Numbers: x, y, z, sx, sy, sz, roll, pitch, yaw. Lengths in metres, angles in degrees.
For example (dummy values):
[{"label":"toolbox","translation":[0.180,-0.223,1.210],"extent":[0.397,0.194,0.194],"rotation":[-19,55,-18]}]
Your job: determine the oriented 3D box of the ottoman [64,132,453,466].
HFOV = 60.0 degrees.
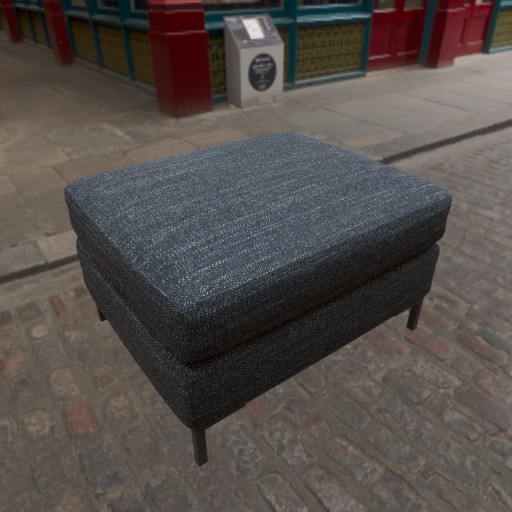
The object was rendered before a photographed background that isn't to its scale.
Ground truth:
[{"label":"ottoman","translation":[0.000,0.000,1.238],"extent":[0.814,0.491,0.667],"rotation":[-21,38,-30]}]
